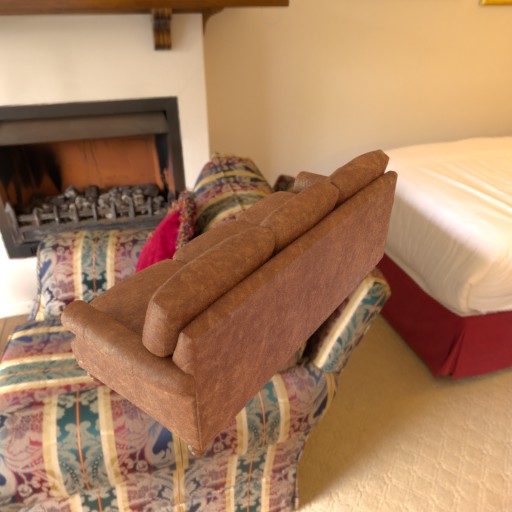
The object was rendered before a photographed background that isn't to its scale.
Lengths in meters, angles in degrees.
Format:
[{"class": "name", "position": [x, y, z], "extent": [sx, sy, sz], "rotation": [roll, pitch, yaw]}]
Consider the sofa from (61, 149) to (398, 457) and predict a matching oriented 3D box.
[{"class": "sofa", "position": [0.000, 0.000, 2.856], "extent": [0.973, 0.977, 2.351], "rotation": [21, 38, 30]}]
